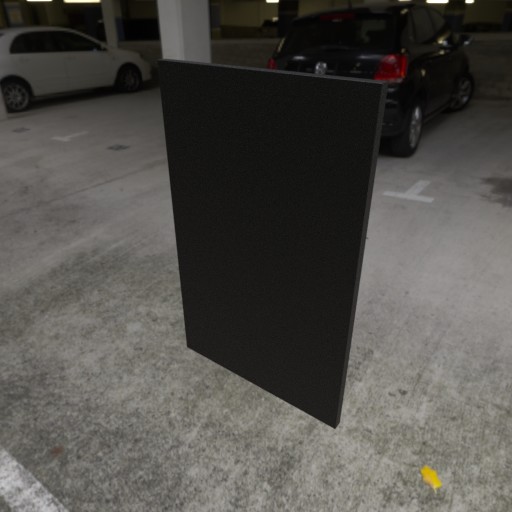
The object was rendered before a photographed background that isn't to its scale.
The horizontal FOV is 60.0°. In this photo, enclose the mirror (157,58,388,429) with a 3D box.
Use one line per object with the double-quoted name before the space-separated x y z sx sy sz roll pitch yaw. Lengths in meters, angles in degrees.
"mirror" 0.000 0.000 1.555 0.762 1.219 0.038 20 36 31
